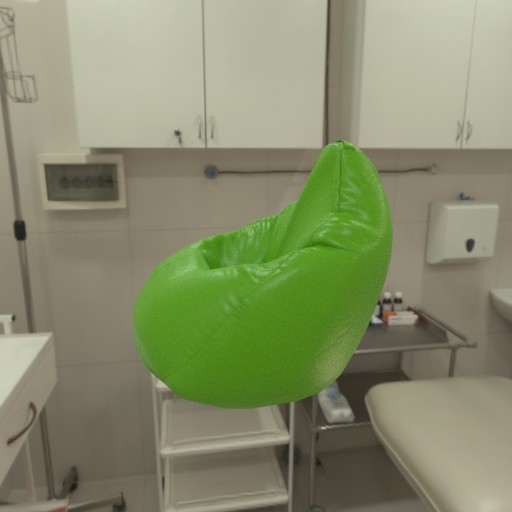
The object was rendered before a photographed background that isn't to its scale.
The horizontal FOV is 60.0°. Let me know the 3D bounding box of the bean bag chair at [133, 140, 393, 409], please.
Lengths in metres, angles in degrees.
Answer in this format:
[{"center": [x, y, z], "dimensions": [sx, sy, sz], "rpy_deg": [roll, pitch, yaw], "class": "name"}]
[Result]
[{"center": [0.000, 0.000, 1.948], "dimensions": [1.070, 0.990, 1.070], "rpy_deg": [-2, 14, -10], "class": "bean bag chair"}]
